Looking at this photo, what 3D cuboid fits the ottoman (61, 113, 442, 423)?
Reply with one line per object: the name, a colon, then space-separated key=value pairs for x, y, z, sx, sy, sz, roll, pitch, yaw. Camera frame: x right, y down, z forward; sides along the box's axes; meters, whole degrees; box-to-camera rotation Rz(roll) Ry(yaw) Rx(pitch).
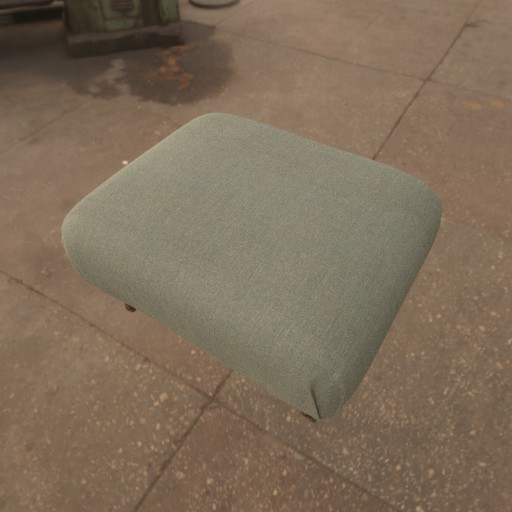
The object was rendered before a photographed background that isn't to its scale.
ottoman: x=0.000 y=0.000 z=1.134 sx=0.747 sy=0.450 sz=0.622 roll=25 pitch=53 yaw=21
